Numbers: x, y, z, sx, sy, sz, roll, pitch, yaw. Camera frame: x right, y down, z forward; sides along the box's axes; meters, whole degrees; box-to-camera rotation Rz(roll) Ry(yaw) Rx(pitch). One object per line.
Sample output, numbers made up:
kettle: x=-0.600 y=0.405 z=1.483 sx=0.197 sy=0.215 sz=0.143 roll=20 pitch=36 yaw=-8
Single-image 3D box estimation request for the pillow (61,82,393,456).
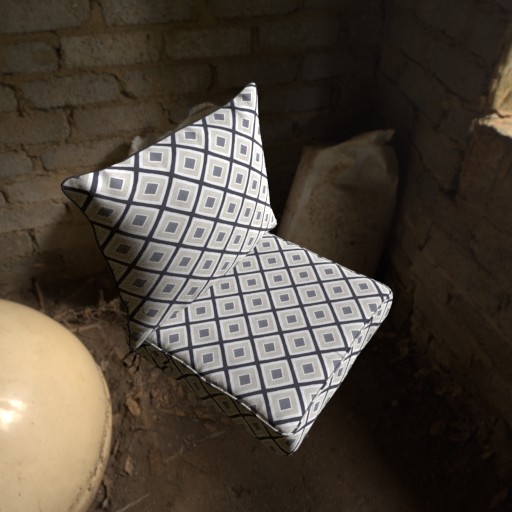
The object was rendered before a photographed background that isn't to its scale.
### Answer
pillow: x=0.000 y=0.000 z=1.365 sx=0.733 sy=0.722 sz=0.798 roll=26 pitch=48 yaw=26
